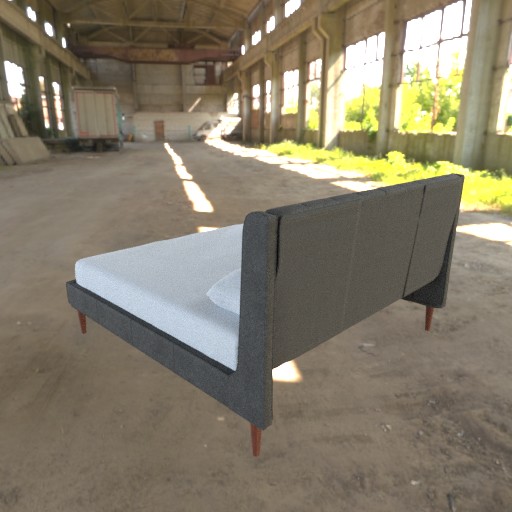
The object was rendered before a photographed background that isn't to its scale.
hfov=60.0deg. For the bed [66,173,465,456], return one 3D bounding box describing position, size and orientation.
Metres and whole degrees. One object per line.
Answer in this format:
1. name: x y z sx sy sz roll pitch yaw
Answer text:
1. bed: 0.000 0.000 2.509 1.638 0.933 1.531 16 23 42
